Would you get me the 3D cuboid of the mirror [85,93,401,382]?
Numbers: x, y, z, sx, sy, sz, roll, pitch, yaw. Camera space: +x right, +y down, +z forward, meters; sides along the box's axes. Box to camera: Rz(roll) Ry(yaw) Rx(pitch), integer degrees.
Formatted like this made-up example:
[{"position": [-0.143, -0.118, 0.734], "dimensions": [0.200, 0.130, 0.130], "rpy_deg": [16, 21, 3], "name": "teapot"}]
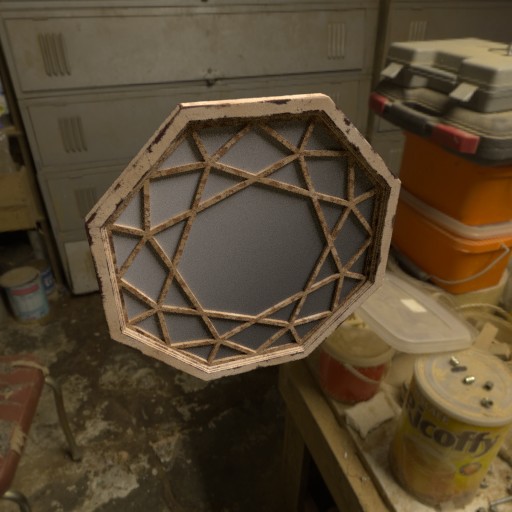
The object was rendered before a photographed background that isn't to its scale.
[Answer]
[{"position": [0.000, 0.000, 0.951], "dimensions": [0.648, 0.648, 0.031], "rpy_deg": [-10, 33, -15], "name": "mirror"}]
